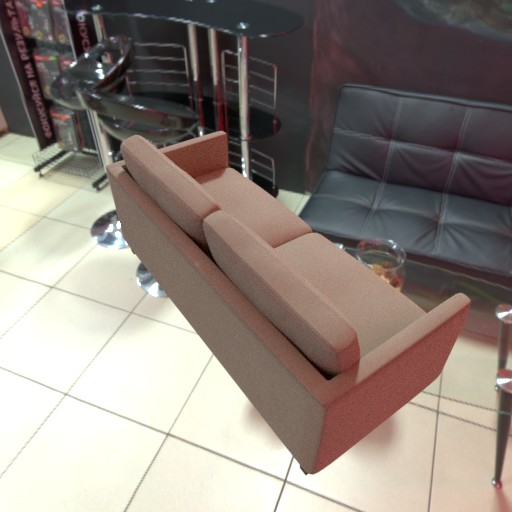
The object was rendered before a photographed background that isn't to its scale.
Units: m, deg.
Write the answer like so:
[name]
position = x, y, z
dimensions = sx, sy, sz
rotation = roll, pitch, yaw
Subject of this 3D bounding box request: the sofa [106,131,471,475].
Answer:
[sofa]
position = 0.000, 0.000, 2.640
dimensions = 0.948, 0.932, 2.181
rotation = -25, 47, -26
